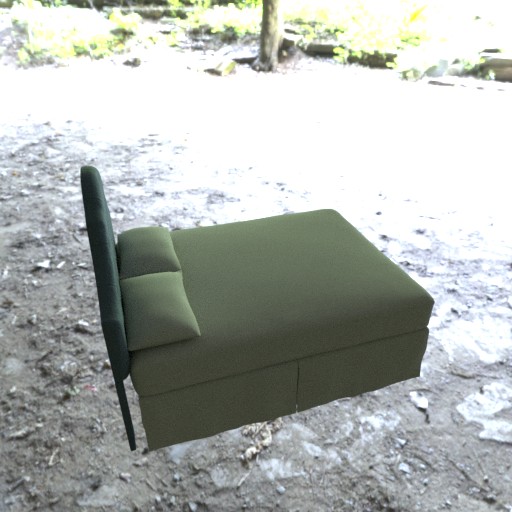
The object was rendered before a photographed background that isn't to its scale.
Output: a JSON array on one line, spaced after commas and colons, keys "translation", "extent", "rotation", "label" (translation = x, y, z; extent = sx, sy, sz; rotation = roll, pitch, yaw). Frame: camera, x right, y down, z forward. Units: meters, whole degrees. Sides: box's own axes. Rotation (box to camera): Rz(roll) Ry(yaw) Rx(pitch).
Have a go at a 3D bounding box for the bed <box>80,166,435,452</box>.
[{"translation": [0.000, 0.000, 3.269], "extent": [2.155, 1.575, 1.636], "rotation": [-10, 33, -16], "label": "bed"}]
